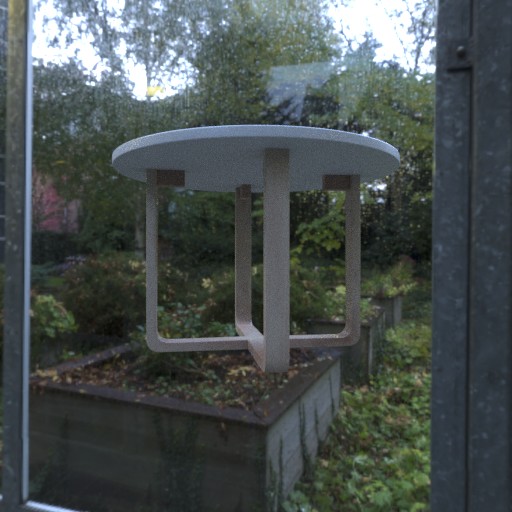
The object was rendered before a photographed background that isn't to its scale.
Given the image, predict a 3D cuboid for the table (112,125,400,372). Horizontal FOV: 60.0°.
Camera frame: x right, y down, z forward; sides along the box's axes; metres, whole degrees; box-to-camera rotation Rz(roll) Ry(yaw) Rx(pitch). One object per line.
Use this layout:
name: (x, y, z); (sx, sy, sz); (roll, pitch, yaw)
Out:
table: (0.000, 0.000, 0.972); (0.600, 0.400, 0.600); (0, 0, 0)
